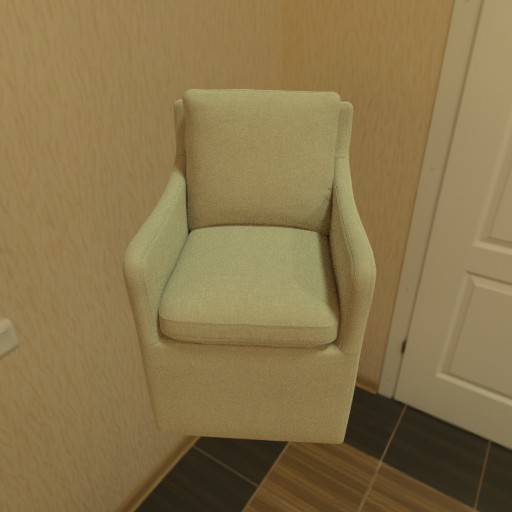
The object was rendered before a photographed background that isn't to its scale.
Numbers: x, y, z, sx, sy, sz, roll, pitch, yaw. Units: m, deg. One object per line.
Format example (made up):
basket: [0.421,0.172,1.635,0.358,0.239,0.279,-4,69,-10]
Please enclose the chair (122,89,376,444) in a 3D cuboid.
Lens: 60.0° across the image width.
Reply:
chair: [0.000,0.000,1.388,0.626,0.914,0.694,2,31,3]
